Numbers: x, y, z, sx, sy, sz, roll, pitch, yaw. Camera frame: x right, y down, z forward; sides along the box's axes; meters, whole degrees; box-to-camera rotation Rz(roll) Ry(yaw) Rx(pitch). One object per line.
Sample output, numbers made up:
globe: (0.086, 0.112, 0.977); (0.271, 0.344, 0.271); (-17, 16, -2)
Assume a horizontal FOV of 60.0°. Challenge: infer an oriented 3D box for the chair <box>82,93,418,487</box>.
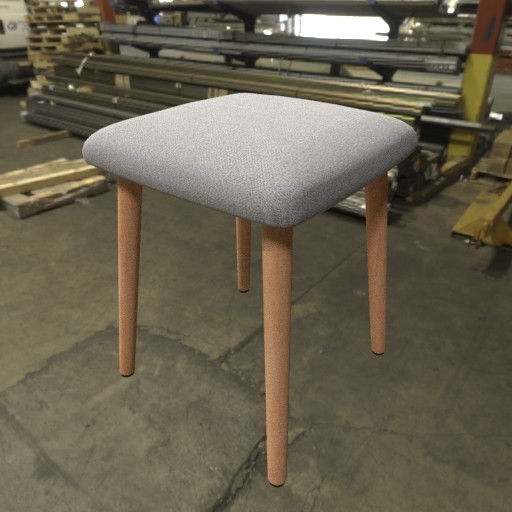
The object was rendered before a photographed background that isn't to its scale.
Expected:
chair: (0.000, 0.000, 0.687); (0.350, 0.440, 0.350); (22, 37, 32)
